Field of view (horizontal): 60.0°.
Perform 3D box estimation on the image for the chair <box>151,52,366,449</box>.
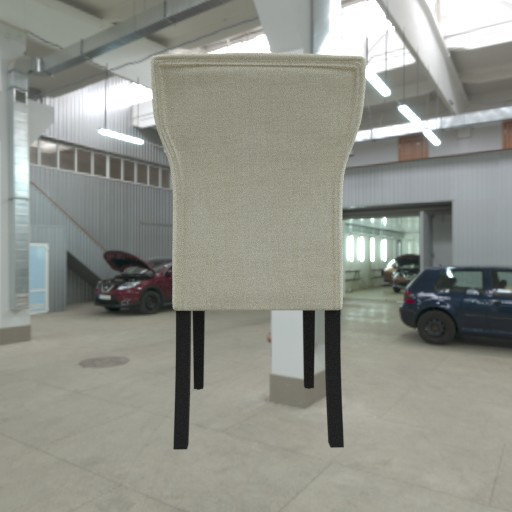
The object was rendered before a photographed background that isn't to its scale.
[{"bbox_3d":[0.000,0.000,1.282,0.509,0.921,0.597,0,0,-2],"label":"chair"}]
